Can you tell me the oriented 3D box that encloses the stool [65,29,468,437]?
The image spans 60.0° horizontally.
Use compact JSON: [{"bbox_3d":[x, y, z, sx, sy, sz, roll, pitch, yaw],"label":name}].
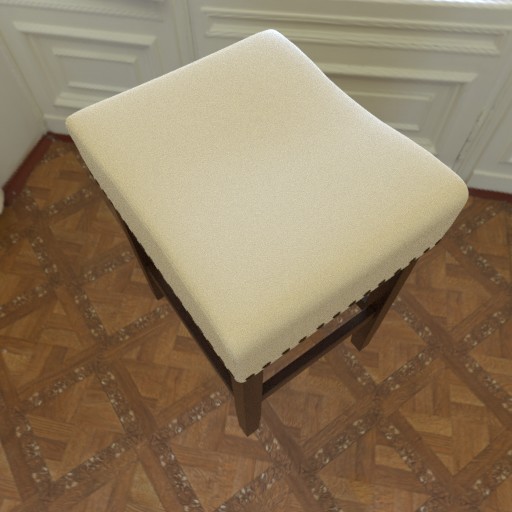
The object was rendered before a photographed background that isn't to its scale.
[{"bbox_3d":[0.000,0.000,0.887,0.401,0.609,0.471,-32,64,-18],"label":"stool"}]
